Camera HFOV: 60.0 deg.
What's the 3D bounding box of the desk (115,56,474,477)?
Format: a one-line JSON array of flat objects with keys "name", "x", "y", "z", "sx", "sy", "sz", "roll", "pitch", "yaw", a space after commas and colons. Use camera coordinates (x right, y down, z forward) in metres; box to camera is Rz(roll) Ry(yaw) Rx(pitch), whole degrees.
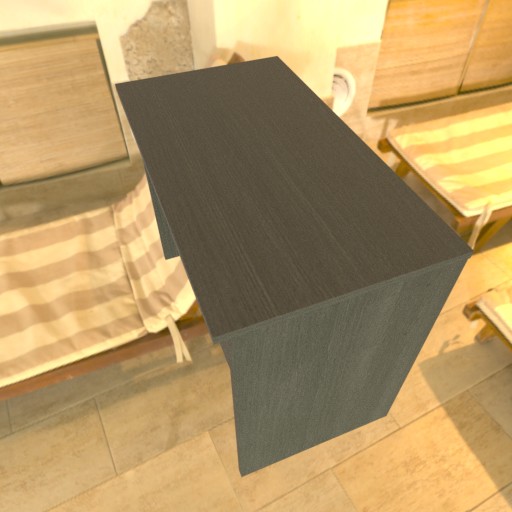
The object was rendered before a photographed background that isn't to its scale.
[{"name": "desk", "x": 0.000, "y": 0.000, "z": 1.289, "sx": 0.498, "sy": 0.724, "sz": 0.893, "roll": -16, "pitch": 49, "yaw": -15}]
